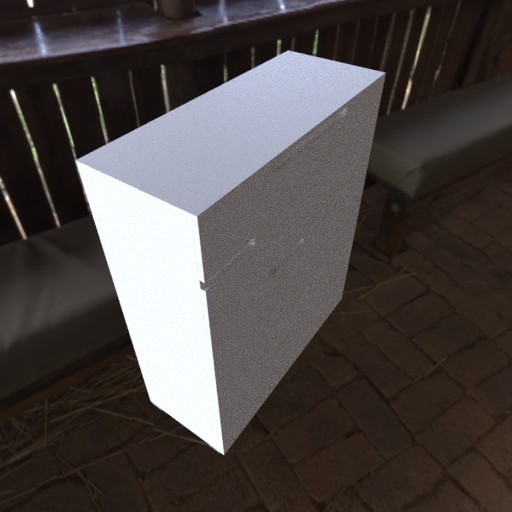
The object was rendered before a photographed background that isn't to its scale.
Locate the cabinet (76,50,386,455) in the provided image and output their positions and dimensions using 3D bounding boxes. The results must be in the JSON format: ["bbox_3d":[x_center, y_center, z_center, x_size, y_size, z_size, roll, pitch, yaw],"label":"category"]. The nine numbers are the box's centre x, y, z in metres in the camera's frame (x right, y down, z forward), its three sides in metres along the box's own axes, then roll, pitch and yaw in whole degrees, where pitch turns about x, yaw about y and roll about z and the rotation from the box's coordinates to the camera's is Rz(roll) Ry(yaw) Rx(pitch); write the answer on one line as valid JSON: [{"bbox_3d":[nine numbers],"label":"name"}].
[{"bbox_3d":[0.000,0.000,1.727,0.400,1.190,1.000,26,48,25],"label":"cabinet"}]
